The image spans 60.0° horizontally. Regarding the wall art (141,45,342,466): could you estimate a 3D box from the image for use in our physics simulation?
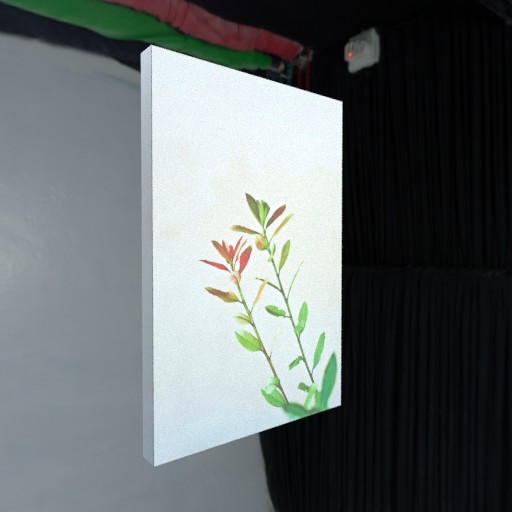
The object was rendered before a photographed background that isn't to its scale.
[{"bbox_3d":[0.000,0.000,0.781,0.408,0.611,0.038,-1,2,-38],"label":"wall art"}]
